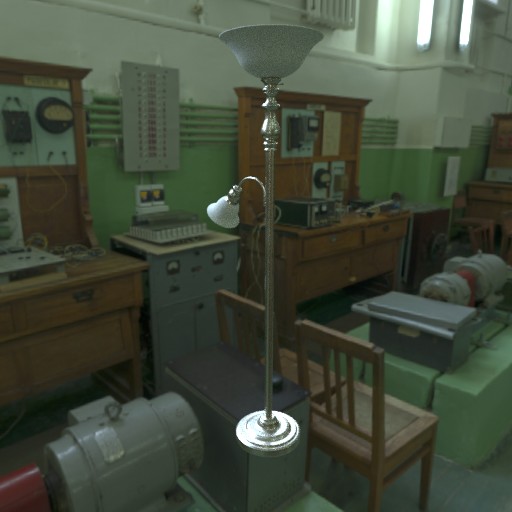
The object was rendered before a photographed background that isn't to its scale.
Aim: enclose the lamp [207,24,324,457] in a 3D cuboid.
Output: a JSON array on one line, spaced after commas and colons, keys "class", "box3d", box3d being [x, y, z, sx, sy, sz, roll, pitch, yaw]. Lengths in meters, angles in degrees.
[{"class": "lamp", "box3d": [0.000, 0.000, 2.006, 0.405, 1.785, 0.575, -14, 20, -43]}]
